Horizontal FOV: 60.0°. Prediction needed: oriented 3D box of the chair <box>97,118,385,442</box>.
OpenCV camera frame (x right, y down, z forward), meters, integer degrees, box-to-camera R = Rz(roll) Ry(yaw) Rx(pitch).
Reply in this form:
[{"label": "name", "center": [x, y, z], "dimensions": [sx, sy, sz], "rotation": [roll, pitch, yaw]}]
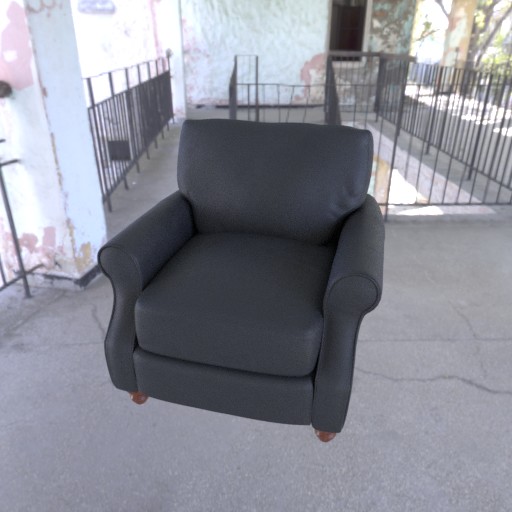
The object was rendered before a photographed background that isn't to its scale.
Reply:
[{"label": "chair", "center": [0.000, 0.000, 1.778], "dimensions": [1.015, 0.960, 1.027], "rotation": [9, 27, 18]}]
